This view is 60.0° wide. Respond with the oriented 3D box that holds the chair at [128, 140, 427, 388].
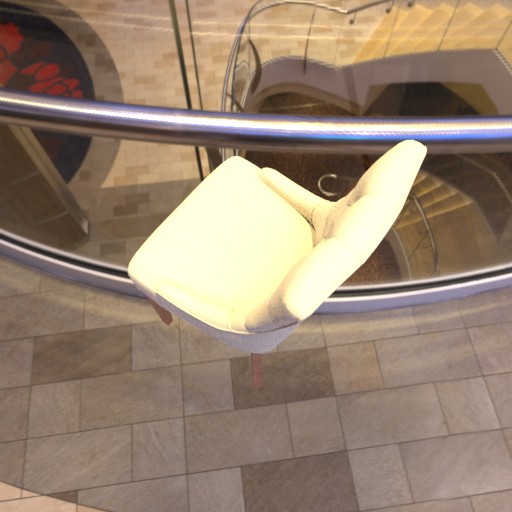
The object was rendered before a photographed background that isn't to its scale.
[{"bbox_3d":[0.000,0.000,1.228,0.565,0.874,0.509,33,68,15],"label":"chair"}]
